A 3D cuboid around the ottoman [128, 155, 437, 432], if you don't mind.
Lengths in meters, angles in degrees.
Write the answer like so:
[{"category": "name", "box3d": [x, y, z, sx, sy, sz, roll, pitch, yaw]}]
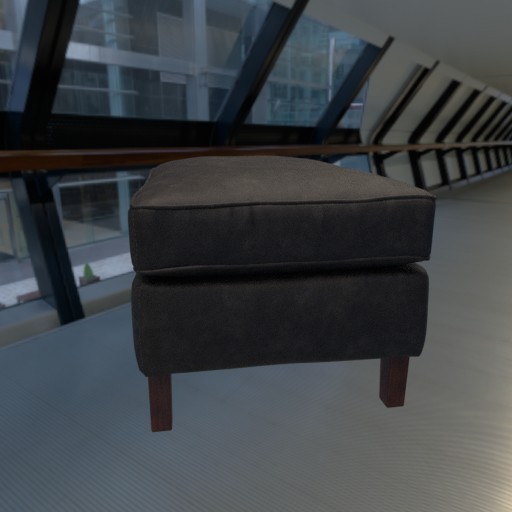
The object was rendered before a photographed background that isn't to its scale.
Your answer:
[{"category": "ottoman", "box3d": [0.000, 0.000, 0.982, 0.501, 0.413, 0.665, -3, 16, -9]}]
